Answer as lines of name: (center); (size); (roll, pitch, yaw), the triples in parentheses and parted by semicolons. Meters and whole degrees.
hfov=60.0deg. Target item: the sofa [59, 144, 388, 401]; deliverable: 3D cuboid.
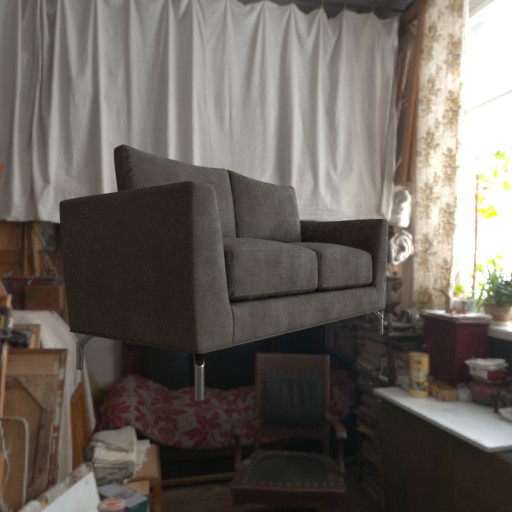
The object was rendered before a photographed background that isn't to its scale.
sofa: (0.000, 0.000, 2.444); (0.855, 1.013, 1.832); (0, -1, 37)
